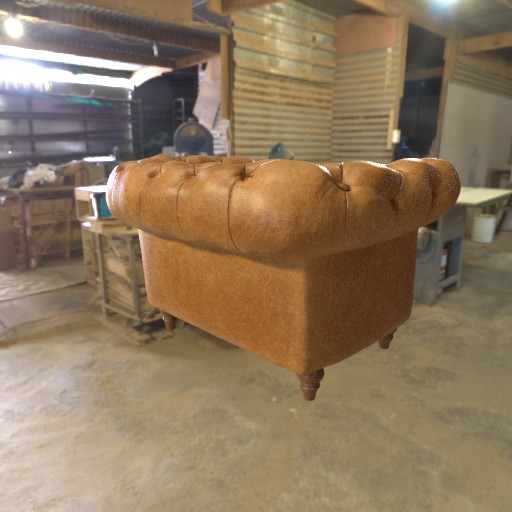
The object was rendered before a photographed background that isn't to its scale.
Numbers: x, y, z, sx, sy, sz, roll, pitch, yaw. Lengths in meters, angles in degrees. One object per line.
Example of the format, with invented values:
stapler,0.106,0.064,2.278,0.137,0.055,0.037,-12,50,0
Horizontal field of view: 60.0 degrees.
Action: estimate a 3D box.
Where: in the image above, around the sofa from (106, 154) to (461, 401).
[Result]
sofa,0.000,0.000,1.985,1.033,0.878,1.405,-13,19,-43
